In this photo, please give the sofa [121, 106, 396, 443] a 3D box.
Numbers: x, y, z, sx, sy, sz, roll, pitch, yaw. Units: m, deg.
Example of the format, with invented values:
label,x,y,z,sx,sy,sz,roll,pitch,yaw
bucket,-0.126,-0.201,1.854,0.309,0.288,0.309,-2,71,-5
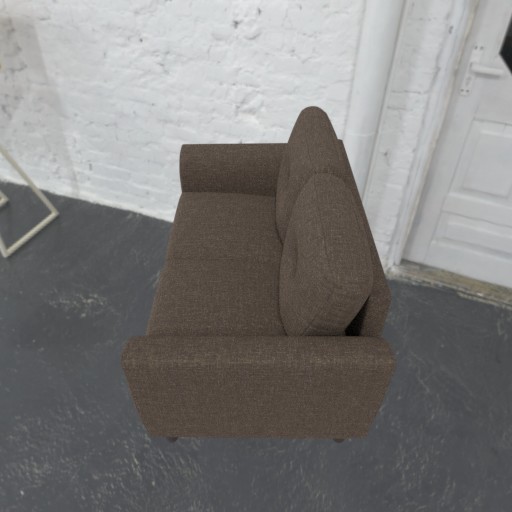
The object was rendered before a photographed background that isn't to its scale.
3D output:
label,x,y,z,sx,sy,sz,roll,pitch,yaw
sofa,0.000,0.000,1.965,0.851,0.885,1.423,0,41,0
